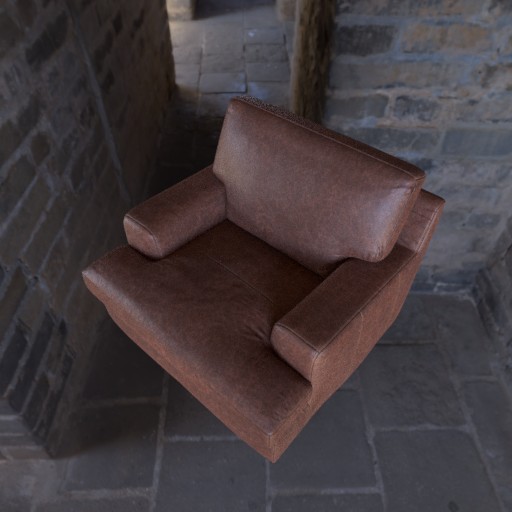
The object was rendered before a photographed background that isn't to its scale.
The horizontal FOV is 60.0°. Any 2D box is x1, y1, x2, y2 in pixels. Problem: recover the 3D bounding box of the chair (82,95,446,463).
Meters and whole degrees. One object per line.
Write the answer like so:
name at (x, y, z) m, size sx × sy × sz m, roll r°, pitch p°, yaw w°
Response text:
chair at (0.000, 0.000, 1.990) m, size 1.168 × 0.939 × 1.143 m, roll 33°, pitch 54°, yaw 27°
